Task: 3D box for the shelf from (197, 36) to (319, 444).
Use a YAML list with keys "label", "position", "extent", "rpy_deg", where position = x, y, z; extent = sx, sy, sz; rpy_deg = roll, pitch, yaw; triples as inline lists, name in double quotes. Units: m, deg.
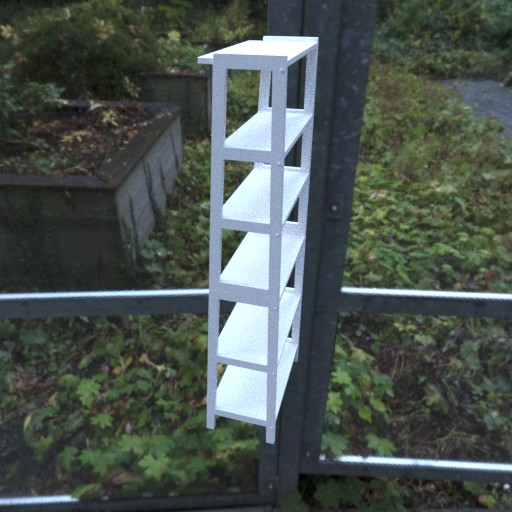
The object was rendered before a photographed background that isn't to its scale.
- label: "shelf"
  position: [0.000, 0.000, 2.181]
  extent: [0.381, 1.892, 0.660]
  rpy_deg: [8, 32, 13]
